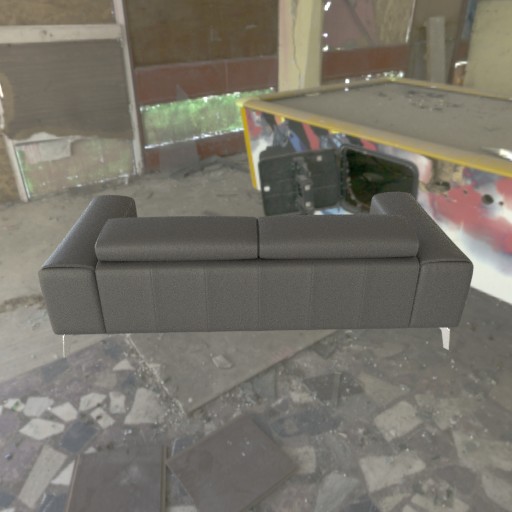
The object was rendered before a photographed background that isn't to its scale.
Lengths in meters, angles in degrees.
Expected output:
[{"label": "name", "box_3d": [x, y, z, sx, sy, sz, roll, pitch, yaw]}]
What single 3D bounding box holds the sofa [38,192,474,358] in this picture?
[{"label": "sofa", "box_3d": [0.000, 0.000, 2.850, 2.321, 0.759, 1.023, -1, 30, -1]}]
